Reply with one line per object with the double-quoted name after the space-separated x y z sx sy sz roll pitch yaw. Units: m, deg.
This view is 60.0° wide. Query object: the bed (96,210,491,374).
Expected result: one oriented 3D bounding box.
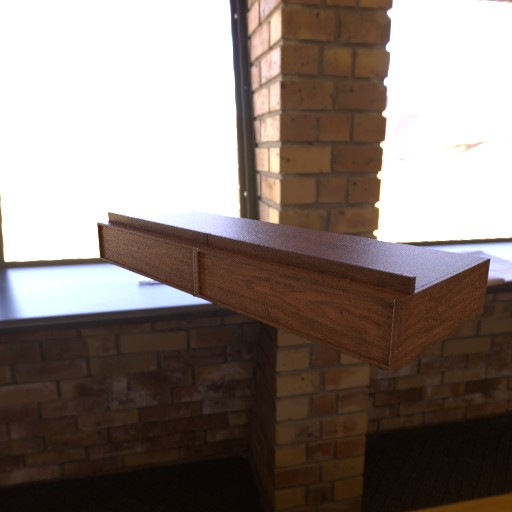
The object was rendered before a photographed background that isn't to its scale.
0.000 0.000 2.348 0.787 0.326 2.057 -13 19 -43 "bed"
